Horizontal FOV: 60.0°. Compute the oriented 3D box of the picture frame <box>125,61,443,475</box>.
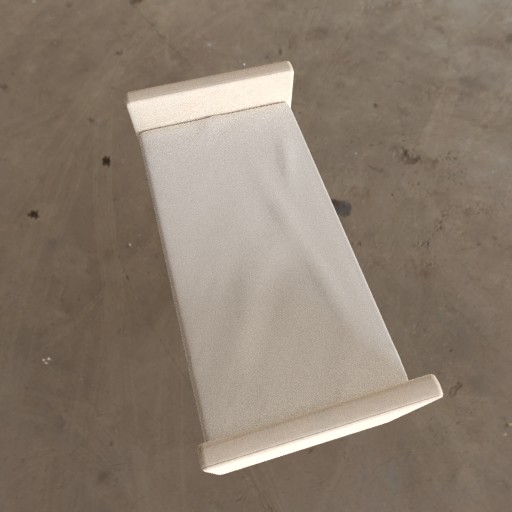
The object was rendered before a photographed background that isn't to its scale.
[{"bbox_3d":[0.000,0.000,2.678,1.069,0.891,2.161,-14,64,-7],"label":"picture frame"}]
